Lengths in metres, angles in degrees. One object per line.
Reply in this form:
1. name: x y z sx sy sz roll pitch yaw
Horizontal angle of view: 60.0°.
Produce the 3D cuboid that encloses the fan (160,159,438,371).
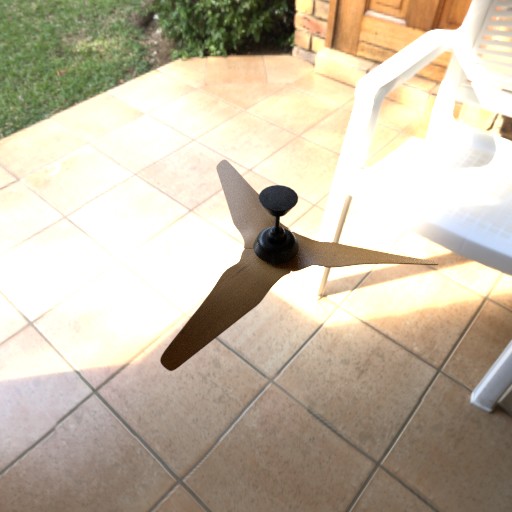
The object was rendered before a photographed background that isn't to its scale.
1. fan: 0.000 0.000 1.667 1.142 0.355 1.010 28 54 22
